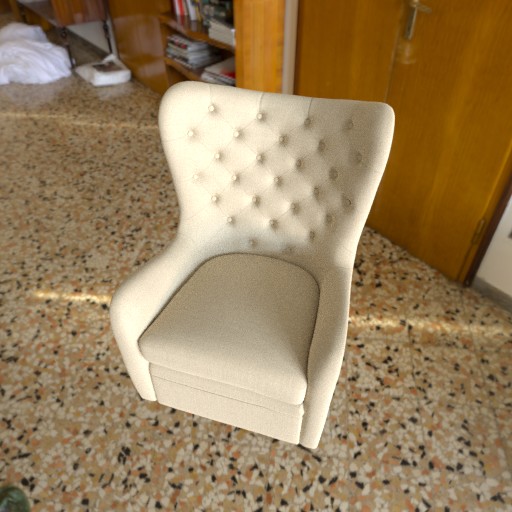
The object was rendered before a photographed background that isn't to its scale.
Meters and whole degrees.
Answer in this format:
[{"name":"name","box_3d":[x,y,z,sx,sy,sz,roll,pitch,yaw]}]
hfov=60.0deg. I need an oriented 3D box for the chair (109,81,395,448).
[{"name":"chair","box_3d":[0.000,0.000,1.734,0.831,1.079,0.929,11,42,13]}]
